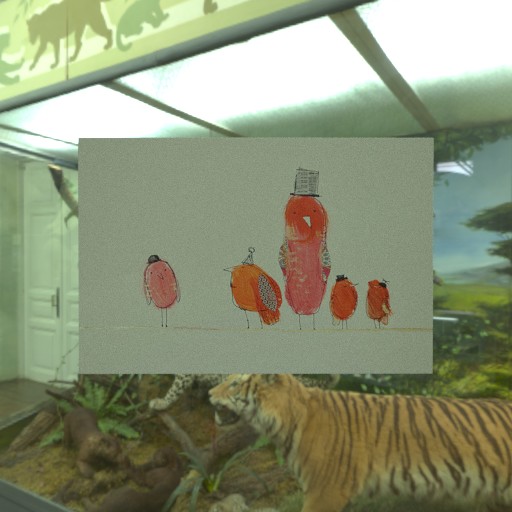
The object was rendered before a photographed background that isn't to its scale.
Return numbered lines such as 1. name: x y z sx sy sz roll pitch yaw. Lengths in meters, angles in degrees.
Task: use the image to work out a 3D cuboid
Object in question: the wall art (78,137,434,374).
1. wall art: 0.000 0.000 1.162 0.914 0.609 0.038 0 1 0
